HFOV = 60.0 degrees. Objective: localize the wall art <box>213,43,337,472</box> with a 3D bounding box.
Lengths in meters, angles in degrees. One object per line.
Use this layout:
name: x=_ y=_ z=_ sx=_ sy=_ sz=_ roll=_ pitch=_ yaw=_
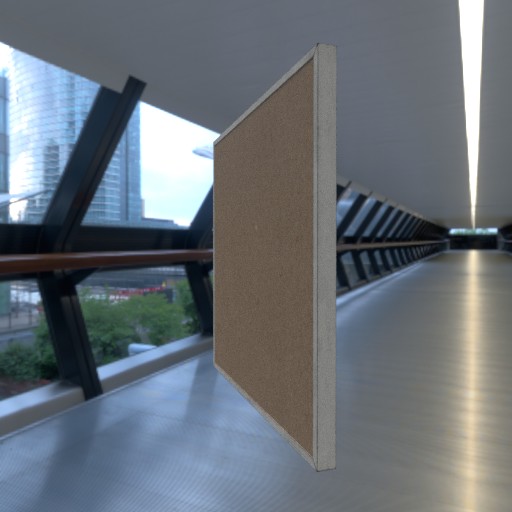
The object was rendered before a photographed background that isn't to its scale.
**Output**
wall art: x=0.000 y=0.000 z=1.151 sx=0.038 sy=0.762 sz=0.762 roll=0 pitch=1 yaw=-19
